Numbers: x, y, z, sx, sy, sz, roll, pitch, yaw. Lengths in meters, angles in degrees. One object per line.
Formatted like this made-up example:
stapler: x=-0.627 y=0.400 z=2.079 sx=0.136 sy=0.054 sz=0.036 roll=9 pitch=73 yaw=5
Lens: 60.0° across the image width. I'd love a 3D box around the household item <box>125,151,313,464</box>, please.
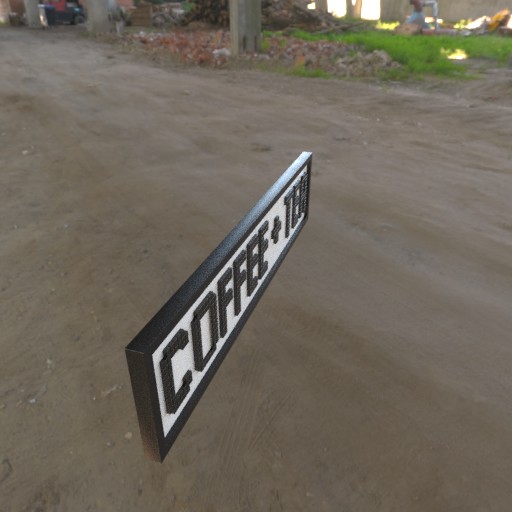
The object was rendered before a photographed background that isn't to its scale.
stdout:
household item: x=0.000 y=0.000 z=1.076 sx=0.030 sy=0.236 sz=1.001 roll=10 pitch=31 yaw=17
